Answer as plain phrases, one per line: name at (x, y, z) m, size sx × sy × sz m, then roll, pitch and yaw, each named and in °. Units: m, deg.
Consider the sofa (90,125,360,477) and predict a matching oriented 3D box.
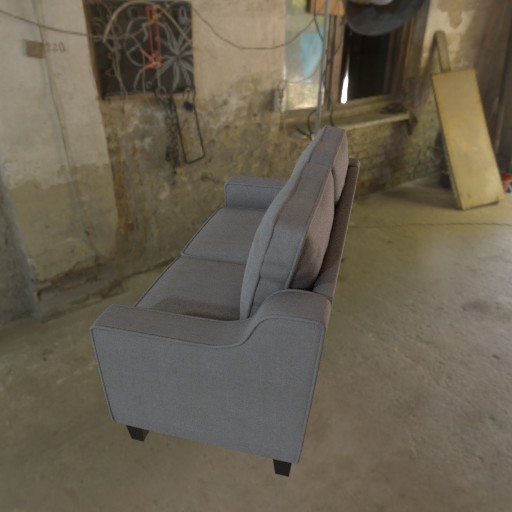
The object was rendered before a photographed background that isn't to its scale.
sofa at (0.000, 0.000, 2.012) m, size 0.791 × 0.948 × 1.500 m, roll 7°, pitch 30°, yaw 13°
